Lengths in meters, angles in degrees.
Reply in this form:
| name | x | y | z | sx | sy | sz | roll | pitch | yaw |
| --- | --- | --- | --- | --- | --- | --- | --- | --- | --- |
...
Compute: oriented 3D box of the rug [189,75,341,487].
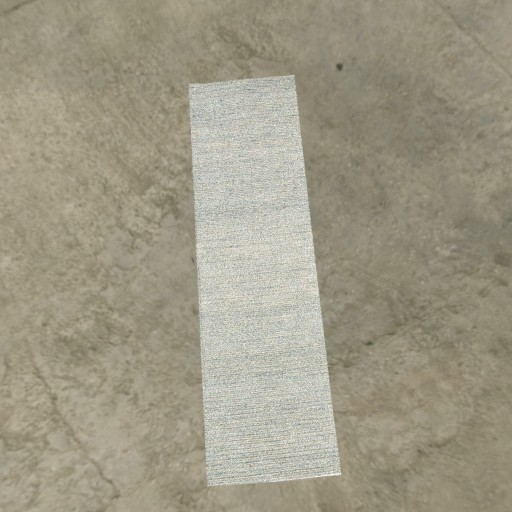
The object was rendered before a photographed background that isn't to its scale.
| name | x | y | z | sx | sy | sz | roll | pitch | yaw |
| --- | --- | --- | --- | --- | --- | --- | --- | --- | --- |
| rug | 0.000 | 0.000 | 2.512 | 0.675 | 0.037 | 2.341 | -4 | 75 | -1 |
